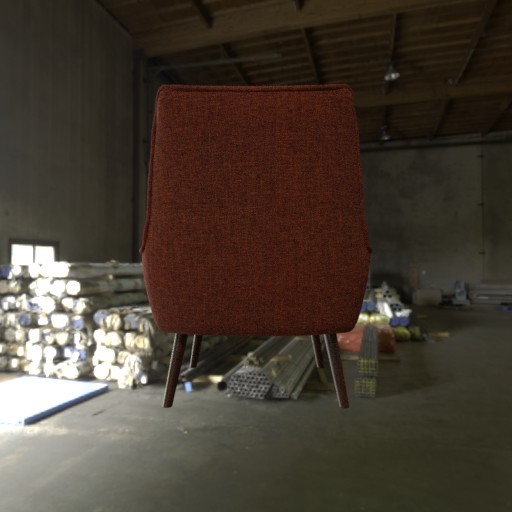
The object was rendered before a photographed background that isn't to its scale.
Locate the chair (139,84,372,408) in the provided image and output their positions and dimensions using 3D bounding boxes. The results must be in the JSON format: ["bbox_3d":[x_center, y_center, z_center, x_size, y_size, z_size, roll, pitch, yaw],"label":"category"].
[{"bbox_3d":[0.000,0.000,1.521,0.803,0.911,0.784,0,-1,1],"label":"chair"}]
